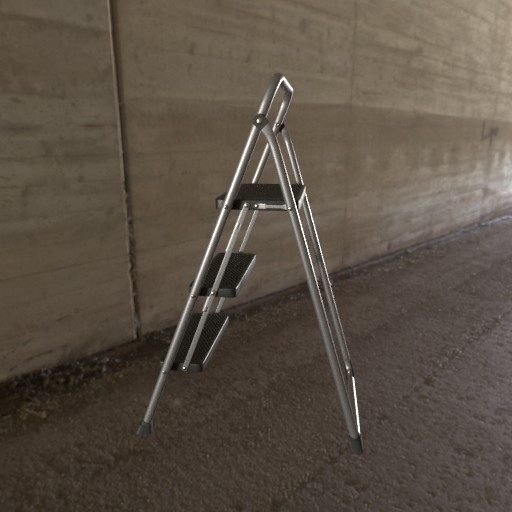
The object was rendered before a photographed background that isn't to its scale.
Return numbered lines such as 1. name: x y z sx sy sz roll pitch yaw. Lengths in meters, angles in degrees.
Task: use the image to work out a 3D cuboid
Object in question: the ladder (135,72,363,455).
1. ladder: 0.000 0.000 1.275 0.629 0.945 0.430 2 15 8
